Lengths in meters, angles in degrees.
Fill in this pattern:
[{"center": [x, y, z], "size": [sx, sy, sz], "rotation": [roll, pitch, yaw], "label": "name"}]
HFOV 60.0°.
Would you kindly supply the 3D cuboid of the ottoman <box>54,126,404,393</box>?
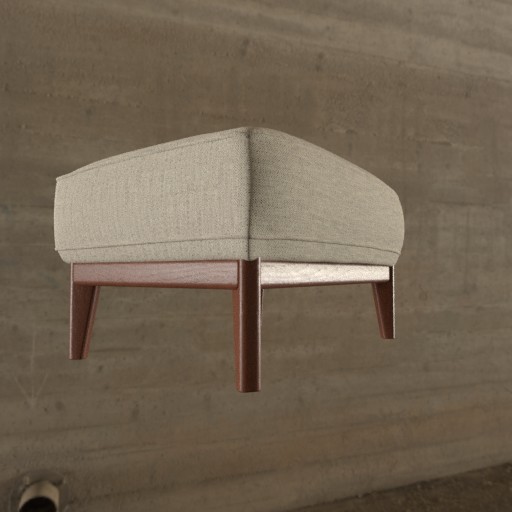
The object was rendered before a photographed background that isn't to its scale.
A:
[{"center": [0.000, 0.000, 1.143], "size": [0.594, 0.465, 0.794], "rotation": [-1, -3, 35], "label": "ottoman"}]
